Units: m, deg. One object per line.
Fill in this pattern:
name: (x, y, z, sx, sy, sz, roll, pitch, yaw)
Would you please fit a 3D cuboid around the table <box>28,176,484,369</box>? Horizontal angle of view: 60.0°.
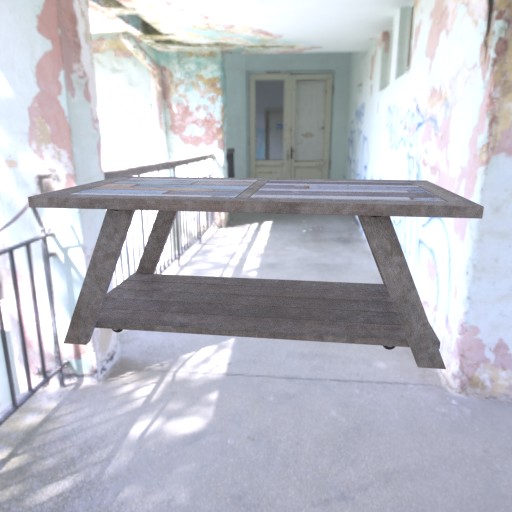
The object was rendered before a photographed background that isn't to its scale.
table: (0.000, 0.000, 1.527, 1.219, 0.470, 0.610, 2, 16, 8)
